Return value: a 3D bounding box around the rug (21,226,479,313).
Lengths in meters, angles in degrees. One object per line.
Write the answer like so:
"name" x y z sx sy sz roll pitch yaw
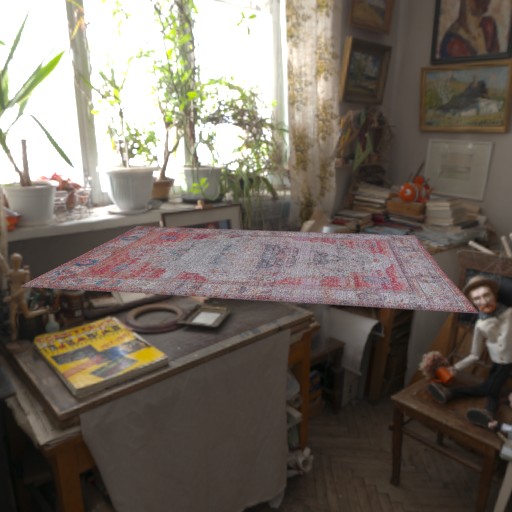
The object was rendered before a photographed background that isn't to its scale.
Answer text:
"rug" 0.000 0.000 2.318 1.829 0.006 1.219 3 16 9
